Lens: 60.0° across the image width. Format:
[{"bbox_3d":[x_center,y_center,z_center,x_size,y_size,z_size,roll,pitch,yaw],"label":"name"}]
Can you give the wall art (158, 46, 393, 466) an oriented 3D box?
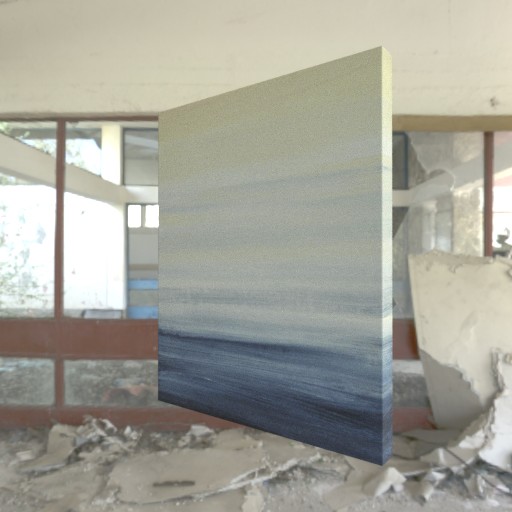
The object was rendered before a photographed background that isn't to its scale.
[{"bbox_3d":[0.000,0.000,0.805,0.489,0.608,0.040,0,0,37],"label":"wall art"}]
